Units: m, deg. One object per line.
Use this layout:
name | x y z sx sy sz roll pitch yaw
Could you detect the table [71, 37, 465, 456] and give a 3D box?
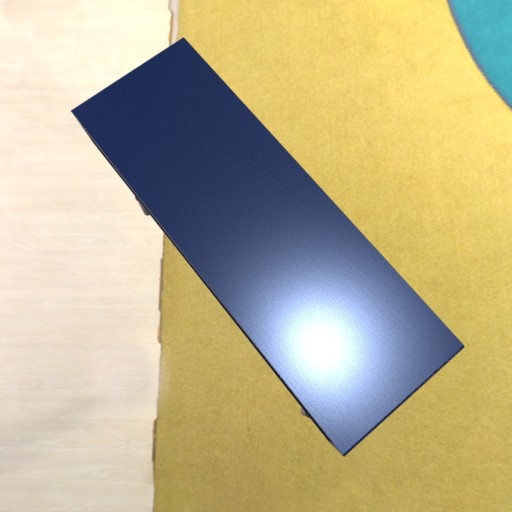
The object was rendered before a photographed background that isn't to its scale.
table | 0.000 0.000 1.482 0.399 0.749 1.118 -38 78 -9
